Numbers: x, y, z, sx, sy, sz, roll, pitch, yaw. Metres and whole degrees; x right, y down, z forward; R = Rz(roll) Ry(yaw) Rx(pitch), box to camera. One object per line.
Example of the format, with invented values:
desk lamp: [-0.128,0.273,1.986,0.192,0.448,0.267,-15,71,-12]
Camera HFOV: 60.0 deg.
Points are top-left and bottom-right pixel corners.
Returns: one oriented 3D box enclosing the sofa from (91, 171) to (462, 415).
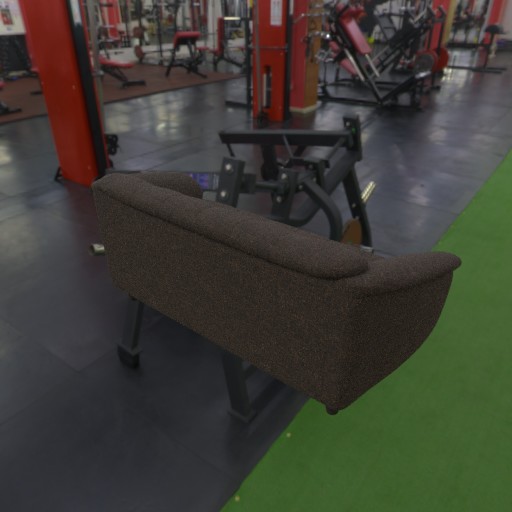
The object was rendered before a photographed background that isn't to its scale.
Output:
sofa: [0.000,0.000,2.340,1.849,0.790,0.887,22,36,33]
